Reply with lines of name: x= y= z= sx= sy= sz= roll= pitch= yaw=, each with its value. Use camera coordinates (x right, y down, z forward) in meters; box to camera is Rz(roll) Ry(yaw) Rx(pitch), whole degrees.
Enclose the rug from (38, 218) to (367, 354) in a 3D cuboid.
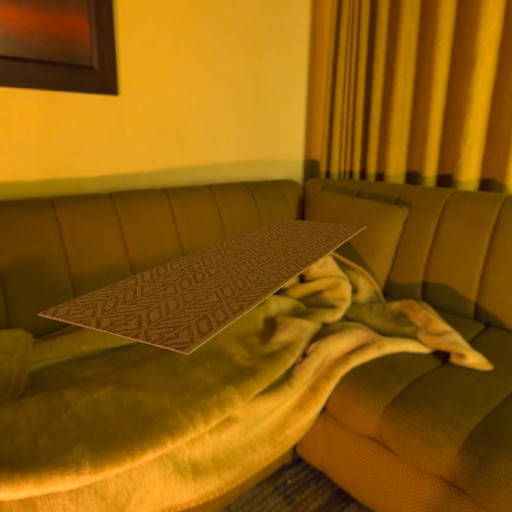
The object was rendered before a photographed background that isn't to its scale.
rug: x=0.000 y=0.000 z=2.679 sx=0.750 sy=0.009 sz=2.435 roll=8 pitch=17 yaw=26
